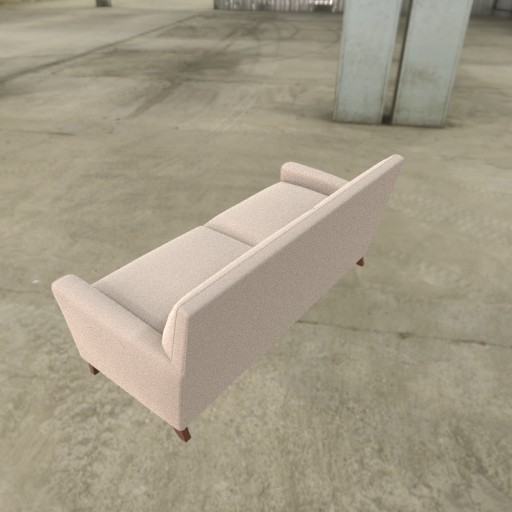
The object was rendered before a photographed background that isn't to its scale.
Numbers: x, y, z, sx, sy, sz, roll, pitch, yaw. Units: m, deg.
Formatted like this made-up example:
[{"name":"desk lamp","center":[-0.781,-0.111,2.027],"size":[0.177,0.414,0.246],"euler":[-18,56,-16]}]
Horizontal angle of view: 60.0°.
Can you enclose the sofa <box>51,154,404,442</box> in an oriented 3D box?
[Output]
[{"name":"sofa","center":[0.000,0.000,2.542],"size":[0.875,0.846,2.000],"euler":[22,38,31]}]
